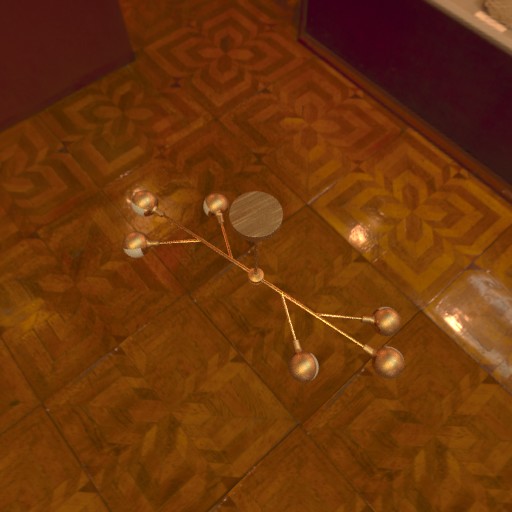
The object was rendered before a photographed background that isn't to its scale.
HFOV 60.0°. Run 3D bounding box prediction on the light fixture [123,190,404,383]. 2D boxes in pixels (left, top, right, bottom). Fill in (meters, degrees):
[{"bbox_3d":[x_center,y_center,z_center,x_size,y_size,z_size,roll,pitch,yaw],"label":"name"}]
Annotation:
[{"bbox_3d":[0.000,0.000,0.998,0.434,0.362,0.778,-36,69,-16],"label":"light fixture"}]
